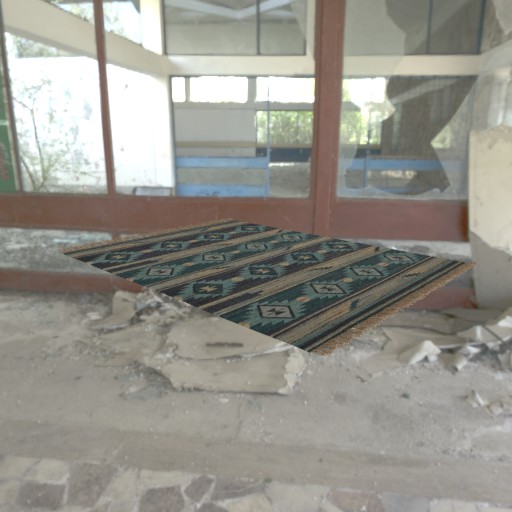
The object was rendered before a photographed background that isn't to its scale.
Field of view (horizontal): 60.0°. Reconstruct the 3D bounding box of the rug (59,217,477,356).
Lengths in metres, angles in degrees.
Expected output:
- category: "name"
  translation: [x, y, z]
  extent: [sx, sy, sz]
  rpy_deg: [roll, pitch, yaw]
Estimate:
- category: "rug"
  translation: [0.000, 0.000, 4.268]
  extent: [3.307, 0.047, 2.418]
  rpy_deg: [14, 21, 41]
